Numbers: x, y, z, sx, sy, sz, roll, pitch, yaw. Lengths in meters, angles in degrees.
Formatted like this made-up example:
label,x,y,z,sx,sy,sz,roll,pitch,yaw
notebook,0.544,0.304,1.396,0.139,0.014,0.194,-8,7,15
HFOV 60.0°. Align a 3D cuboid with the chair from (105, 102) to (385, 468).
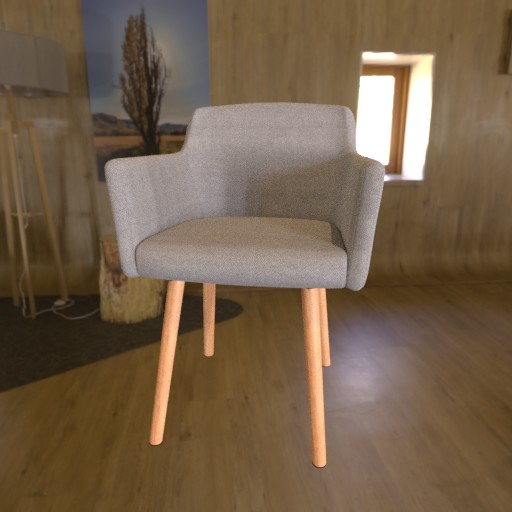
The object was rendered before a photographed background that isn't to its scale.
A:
label,x,y,z,sx,sy,sz,roll,pitch,yaw
chair,0.000,0.000,1.137,0.570,0.780,0.540,3,15,10
